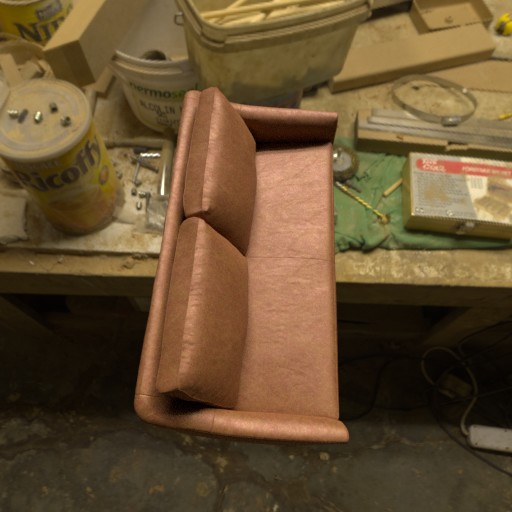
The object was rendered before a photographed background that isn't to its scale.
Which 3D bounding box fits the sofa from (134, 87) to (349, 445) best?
[{"bbox_3d":[0.000,0.000,2.615,0.981,0.945,2.036,3,65,1],"label":"sofa"}]
